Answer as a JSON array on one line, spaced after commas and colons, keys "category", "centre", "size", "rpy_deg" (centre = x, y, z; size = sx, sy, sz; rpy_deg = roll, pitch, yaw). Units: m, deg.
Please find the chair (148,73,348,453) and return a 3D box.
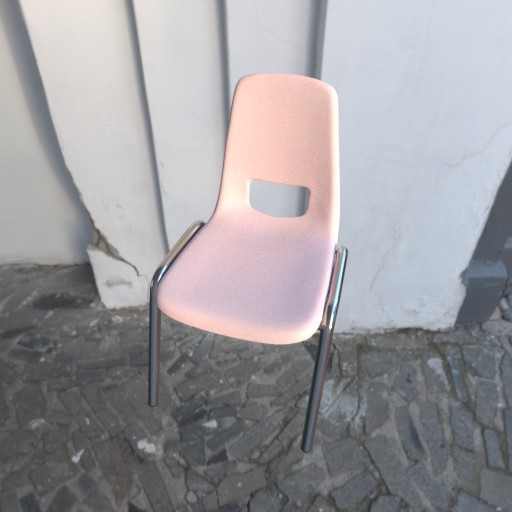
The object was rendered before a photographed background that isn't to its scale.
[{"category": "chair", "centre": [0.000, 0.000, 0.873], "size": [0.354, 0.586, 0.423], "rpy_deg": [11, 40, 13]}]
